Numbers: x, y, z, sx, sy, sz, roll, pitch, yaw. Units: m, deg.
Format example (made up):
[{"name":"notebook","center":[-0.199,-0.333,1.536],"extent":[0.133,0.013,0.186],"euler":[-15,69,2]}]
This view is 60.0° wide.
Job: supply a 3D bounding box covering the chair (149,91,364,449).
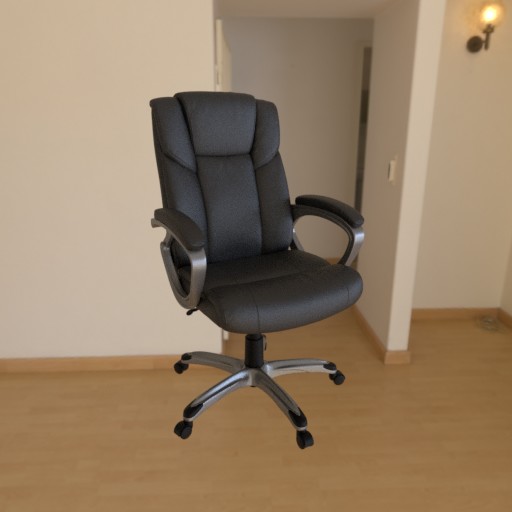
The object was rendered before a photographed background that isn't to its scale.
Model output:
[{"name":"chair","center":[0.000,0.000,1.571],"extent":[0.721,1.130,0.719],"euler":[-9,19,-27]}]
